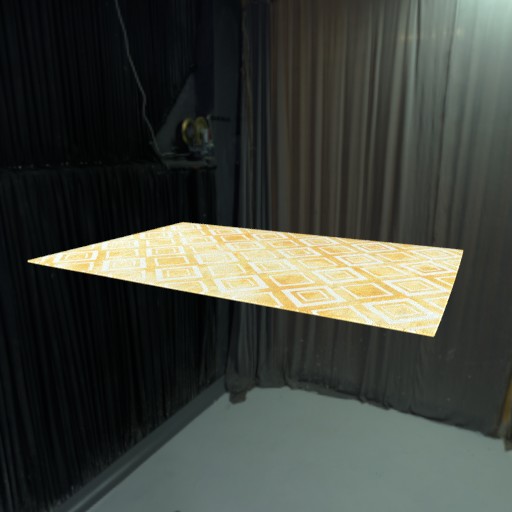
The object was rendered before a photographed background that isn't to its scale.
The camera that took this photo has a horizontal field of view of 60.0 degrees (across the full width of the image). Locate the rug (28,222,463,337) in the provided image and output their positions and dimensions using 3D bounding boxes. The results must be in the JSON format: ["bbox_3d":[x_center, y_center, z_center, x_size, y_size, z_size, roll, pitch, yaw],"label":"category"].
[{"bbox_3d":[0.000,0.000,2.223,1.829,0.010,1.213,7,16,27],"label":"rug"}]
